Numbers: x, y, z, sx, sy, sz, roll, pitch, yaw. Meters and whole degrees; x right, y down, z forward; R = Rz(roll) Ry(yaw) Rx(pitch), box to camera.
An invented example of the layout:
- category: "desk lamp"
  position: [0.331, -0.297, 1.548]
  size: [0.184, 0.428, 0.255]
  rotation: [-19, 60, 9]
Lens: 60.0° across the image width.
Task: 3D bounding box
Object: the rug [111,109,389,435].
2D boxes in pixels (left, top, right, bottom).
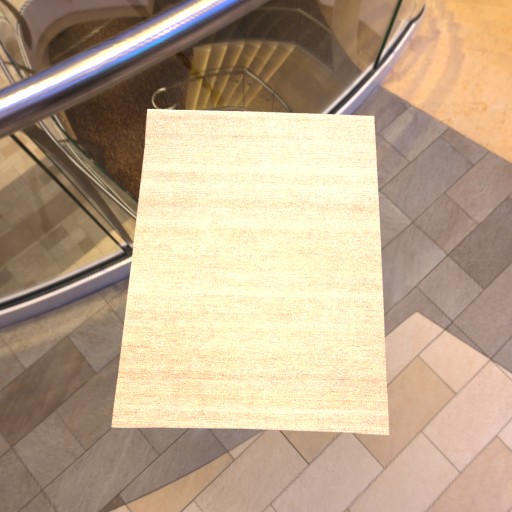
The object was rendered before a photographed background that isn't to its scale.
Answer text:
- category: "rug"
  position: [0.000, 0.000, 4.355]
  size: [2.467, 0.046, 3.245]
  rotation: [2, 74, 1]
